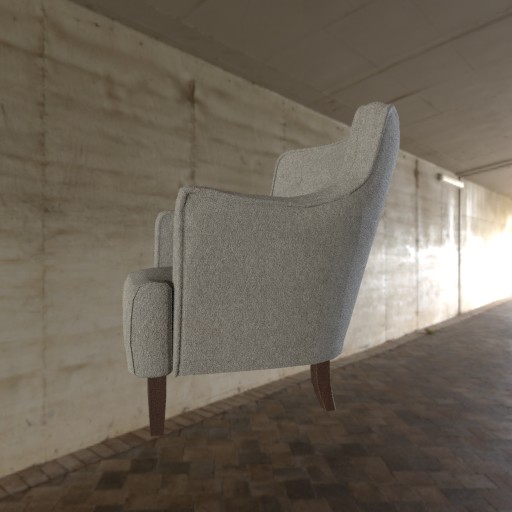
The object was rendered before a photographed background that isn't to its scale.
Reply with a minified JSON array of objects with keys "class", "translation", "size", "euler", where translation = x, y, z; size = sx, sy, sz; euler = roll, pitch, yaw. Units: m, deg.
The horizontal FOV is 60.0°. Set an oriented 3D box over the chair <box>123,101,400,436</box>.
[{"class":"chair","translation":[0.000,0.000,1.557],"size":[0.910,0.920,0.820],"euler":[0,1,-17]}]
